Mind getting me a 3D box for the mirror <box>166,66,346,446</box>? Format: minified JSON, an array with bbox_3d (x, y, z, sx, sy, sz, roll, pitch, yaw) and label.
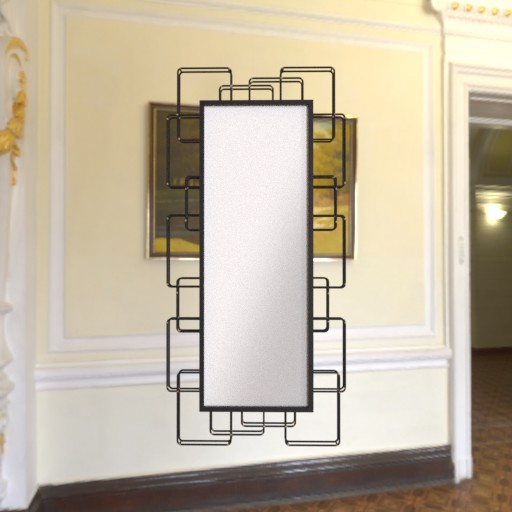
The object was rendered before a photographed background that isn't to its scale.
[{"bbox_3d":[0.000,0.000,1.410,0.565,1.192,0.037,0,0,1],"label":"mirror"}]
